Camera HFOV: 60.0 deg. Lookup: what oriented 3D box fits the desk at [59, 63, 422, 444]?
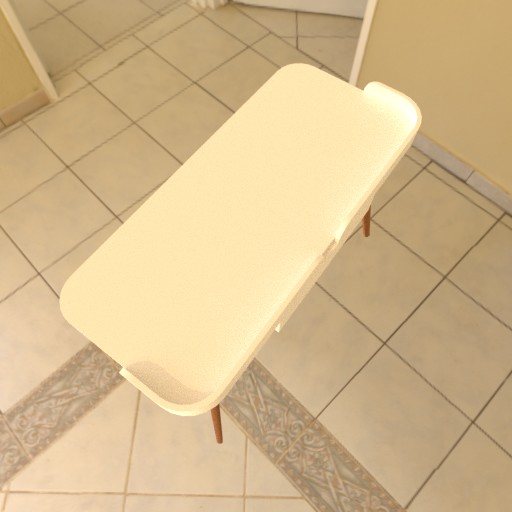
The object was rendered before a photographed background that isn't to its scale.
[{"bbox_3d":[0.000,0.000,1.636,0.534,0.807,1.206,33,68,15],"label":"desk"}]
